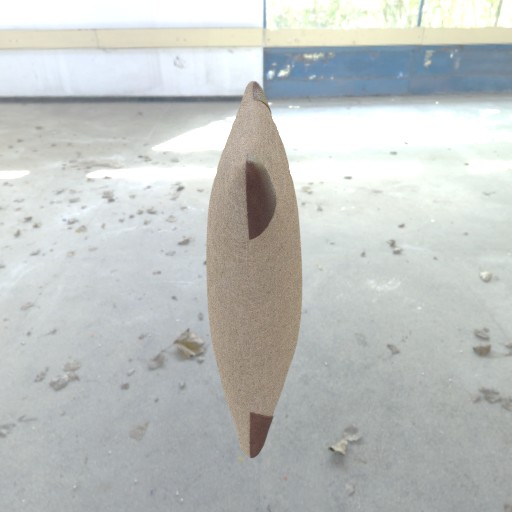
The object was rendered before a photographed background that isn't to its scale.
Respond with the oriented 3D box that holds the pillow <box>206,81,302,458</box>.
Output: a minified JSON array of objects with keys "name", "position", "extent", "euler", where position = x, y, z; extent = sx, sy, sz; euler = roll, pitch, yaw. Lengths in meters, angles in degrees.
[{"name":"pillow","position":[0.000,0.000,0.690],"extent":[0.147,0.448,0.437],"euler":[0,31,0]}]
